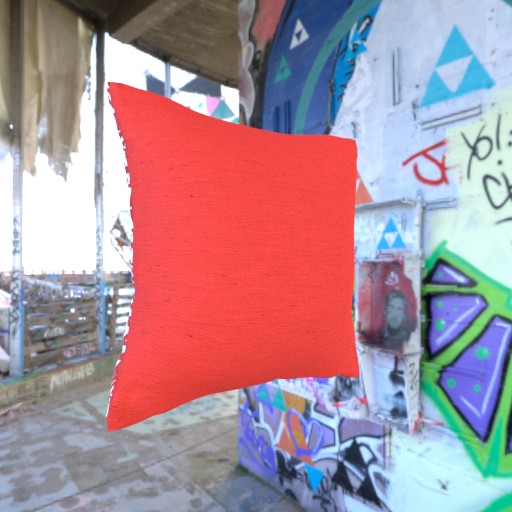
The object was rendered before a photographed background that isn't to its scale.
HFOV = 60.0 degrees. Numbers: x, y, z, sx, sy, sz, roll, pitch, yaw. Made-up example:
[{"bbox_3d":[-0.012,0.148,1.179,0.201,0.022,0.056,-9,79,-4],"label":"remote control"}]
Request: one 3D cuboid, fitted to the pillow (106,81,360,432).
[{"bbox_3d":[0.000,0.000,0.655,0.438,0.419,0.162,1,-1,-36],"label":"pillow"}]
